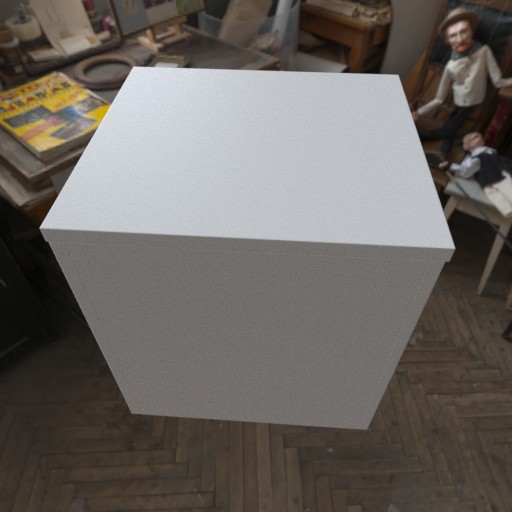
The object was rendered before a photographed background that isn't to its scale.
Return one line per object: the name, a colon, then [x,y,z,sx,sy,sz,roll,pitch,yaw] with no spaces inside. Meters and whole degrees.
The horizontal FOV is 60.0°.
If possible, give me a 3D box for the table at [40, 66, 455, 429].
table: [0.000,0.000,0.743,0.420,0.460,0.380,3,47,3]
